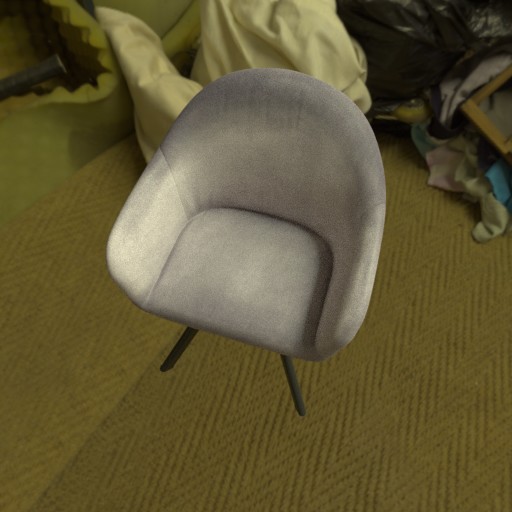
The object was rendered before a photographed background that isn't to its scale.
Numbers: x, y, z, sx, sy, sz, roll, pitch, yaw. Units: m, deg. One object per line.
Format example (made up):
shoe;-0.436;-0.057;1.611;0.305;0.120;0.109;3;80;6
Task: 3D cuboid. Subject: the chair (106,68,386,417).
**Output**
chair;0.000;0.000;1.174;0.570;0.780;0.540;15;59;9
